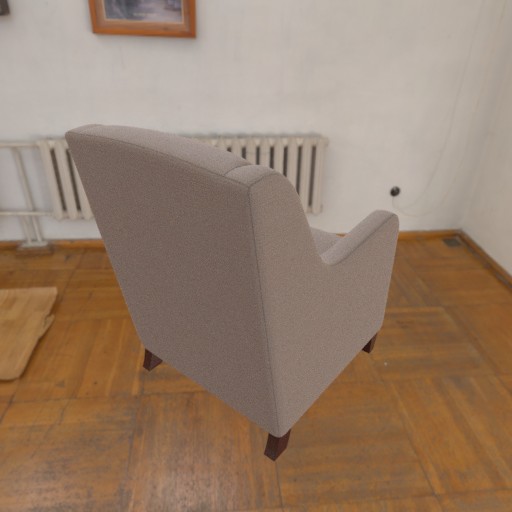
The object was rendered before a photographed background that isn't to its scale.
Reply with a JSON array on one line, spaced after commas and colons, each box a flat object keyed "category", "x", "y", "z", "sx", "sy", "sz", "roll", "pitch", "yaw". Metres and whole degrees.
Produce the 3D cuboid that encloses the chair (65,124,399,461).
[{"category": "chair", "x": 0.000, "y": 0.000, "z": 1.599, "sx": 0.715, "sy": 1.017, "sz": 0.896, "roll": 22, "pitch": 36, "yaw": 34}]
